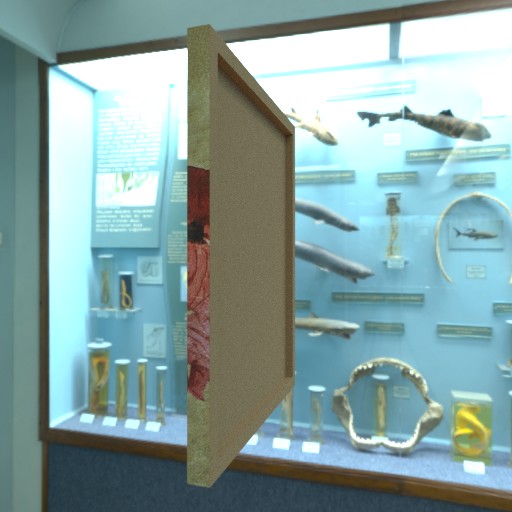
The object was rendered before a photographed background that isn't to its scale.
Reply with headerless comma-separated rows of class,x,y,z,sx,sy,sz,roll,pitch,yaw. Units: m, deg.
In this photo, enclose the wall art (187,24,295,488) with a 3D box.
wall art,0.000,0.000,0.681,0.028,0.508,0.406,0,0,18
